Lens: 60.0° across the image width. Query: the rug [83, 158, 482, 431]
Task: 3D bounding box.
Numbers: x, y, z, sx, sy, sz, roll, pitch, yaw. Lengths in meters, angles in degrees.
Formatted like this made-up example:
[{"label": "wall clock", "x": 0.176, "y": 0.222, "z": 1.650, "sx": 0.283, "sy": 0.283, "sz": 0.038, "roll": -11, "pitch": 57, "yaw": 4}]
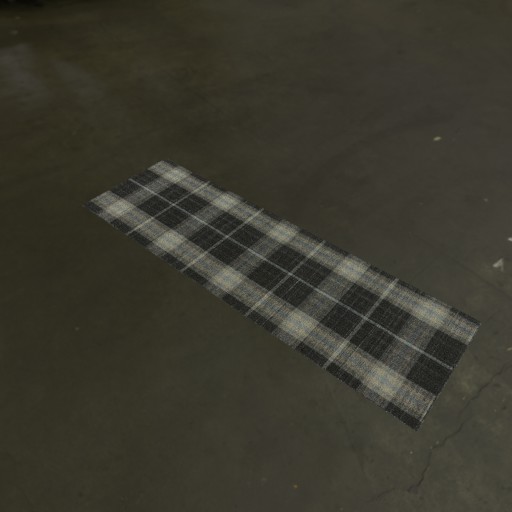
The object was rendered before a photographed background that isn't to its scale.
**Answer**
[{"label": "rug", "x": 0.000, "y": 0.000, "z": 2.652, "sx": 2.434, "sy": 0.012, "sz": 0.760, "roll": 31, "pitch": 52, "yaw": 27}]
